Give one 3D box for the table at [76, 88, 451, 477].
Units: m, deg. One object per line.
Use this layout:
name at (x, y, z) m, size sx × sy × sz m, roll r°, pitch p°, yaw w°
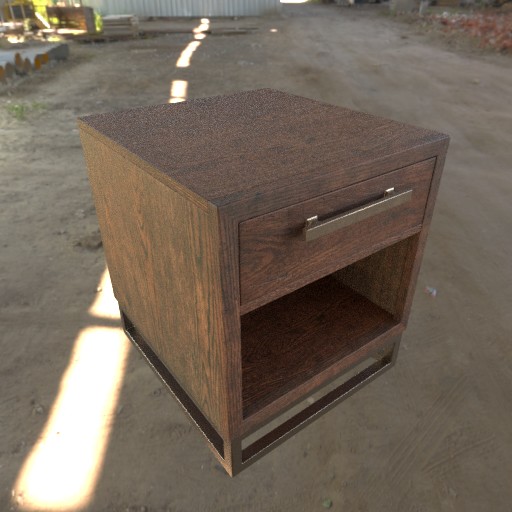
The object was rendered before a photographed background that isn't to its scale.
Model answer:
table at (0.000, 0.000, 1.006) m, size 0.506 × 0.582 × 0.566 m, roll -22°, pitch 38°, yaw -31°
